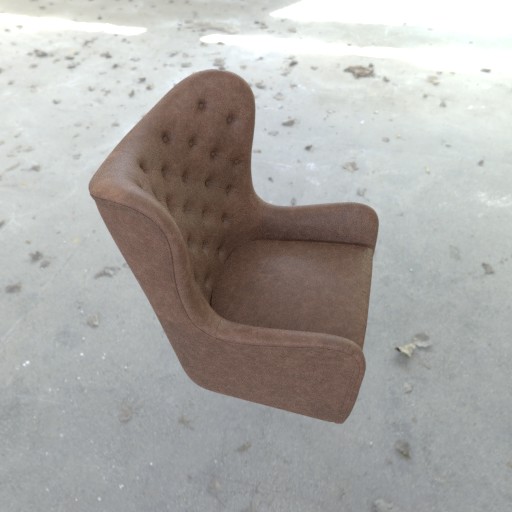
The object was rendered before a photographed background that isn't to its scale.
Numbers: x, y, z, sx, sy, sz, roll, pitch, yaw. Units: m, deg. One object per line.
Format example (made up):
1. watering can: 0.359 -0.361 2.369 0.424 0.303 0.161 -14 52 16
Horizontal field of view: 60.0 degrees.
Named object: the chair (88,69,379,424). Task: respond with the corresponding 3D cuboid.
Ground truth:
1. chair: 0.000 0.000 1.712 0.930 1.079 0.831 10 46 10
